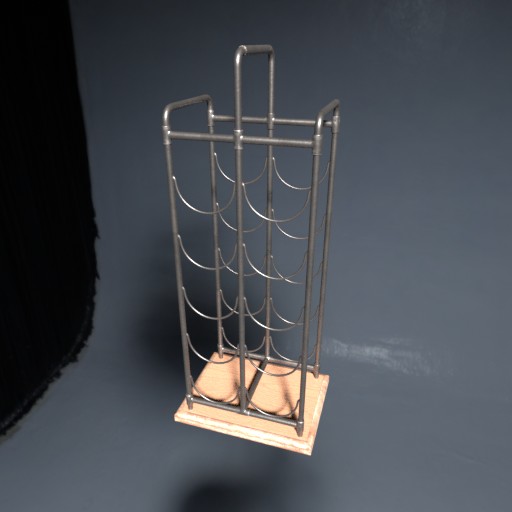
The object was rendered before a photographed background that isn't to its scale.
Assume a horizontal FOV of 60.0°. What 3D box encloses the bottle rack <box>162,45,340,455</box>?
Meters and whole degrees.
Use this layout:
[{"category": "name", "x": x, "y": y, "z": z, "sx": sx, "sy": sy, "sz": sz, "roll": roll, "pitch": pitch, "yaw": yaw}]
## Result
[{"category": "bottle rack", "x": 0.000, "y": 0.000, "z": 0.791, "sx": 0.276, "sy": 0.680, "sz": 0.208, "roll": 8, "pitch": 27, "yaw": 16}]
